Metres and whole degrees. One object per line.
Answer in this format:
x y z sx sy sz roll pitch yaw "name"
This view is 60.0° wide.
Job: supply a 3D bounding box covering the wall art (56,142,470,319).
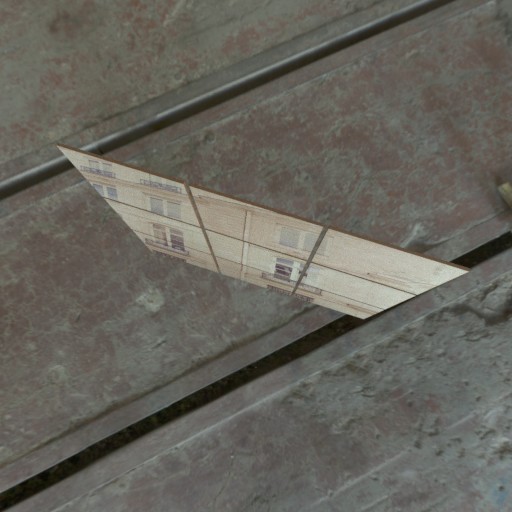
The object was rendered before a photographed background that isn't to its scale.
0.000 0.000 2.298 1.526 1.522 0.023 17 77 4 "wall art"
